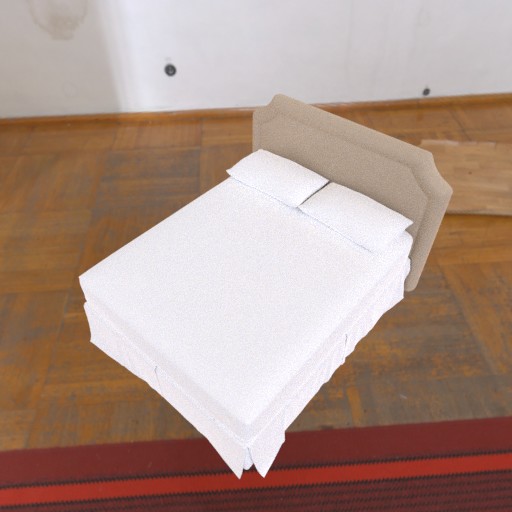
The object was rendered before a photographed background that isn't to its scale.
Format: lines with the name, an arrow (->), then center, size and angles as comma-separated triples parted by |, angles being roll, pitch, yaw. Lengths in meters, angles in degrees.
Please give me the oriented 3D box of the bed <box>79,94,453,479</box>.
bed -> 0.000, 0.000, 3.271 | 1.828, 1.301, 2.204 | 32, 54, 27
